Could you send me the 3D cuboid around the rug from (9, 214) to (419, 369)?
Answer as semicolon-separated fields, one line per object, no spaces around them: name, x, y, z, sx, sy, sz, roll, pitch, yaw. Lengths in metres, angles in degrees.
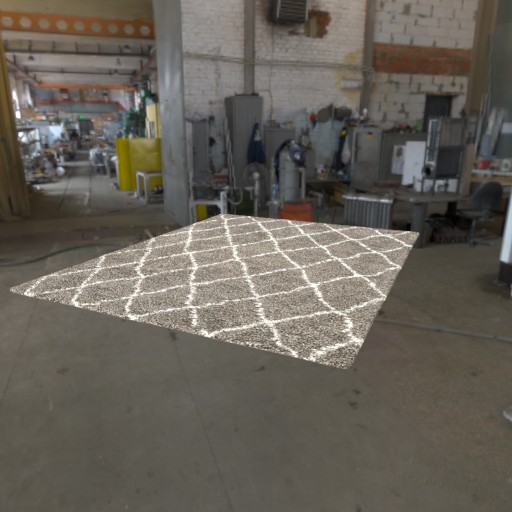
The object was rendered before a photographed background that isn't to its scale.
rug;0.000;0.000;3.942;2.438;0.029;3.047;8;18;24
